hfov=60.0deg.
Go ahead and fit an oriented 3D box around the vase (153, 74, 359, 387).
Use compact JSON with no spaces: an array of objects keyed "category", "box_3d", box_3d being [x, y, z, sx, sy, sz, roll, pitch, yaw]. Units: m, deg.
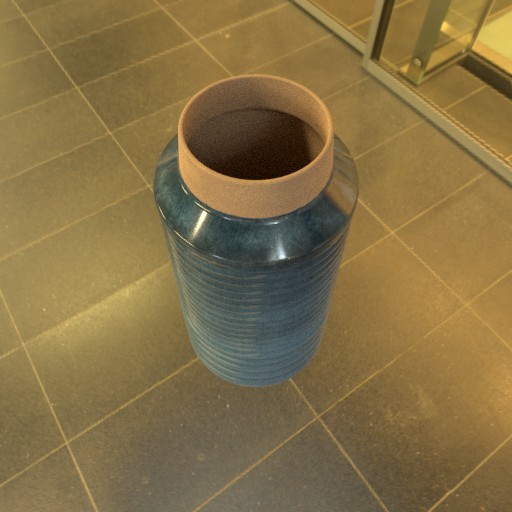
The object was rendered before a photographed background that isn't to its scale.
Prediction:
[{"category":"vase","box_3d":[0.000,0.000,0.408,0.163,0.316,0.163,0,59,0]}]
